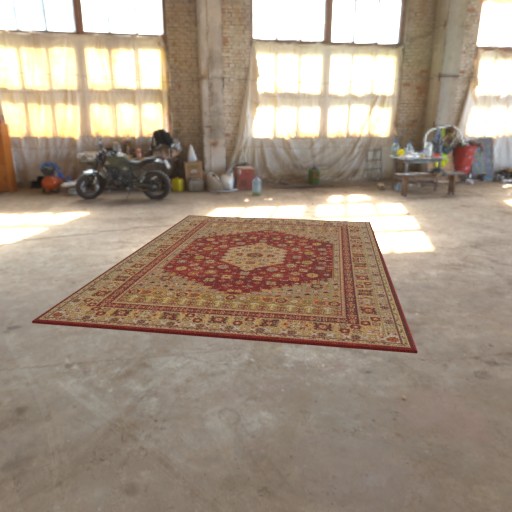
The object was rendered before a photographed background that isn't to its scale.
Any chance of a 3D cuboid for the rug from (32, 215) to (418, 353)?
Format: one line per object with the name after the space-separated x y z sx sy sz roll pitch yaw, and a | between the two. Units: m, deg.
0.000 0.000 2.825 1.593 0.013 2.211 3 17 9 | rug
